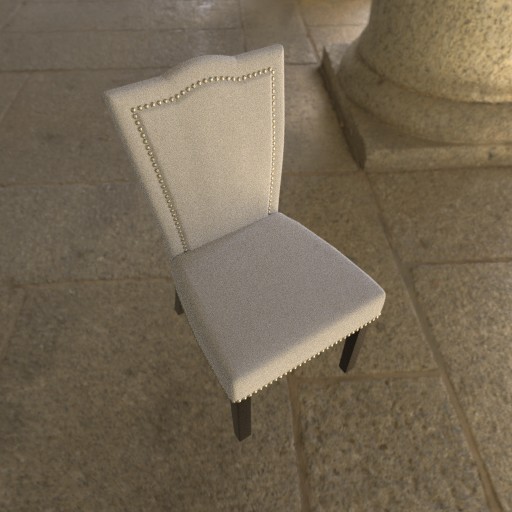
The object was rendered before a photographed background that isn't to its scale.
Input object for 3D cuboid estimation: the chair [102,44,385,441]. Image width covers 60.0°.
[{"bbox_3d":[0.000,0.000,1.274,0.518,0.946,0.589,-26,52,-22],"label":"chair"}]
